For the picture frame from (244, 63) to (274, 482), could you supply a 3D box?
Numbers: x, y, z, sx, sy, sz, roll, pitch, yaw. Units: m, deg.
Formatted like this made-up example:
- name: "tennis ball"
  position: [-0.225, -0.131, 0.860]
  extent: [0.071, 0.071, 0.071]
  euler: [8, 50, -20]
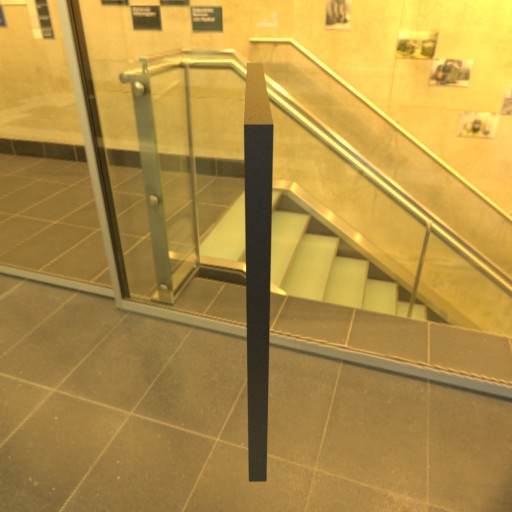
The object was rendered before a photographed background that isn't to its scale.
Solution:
- name: "picture frame"
  position: [0.000, 0.000, 0.759]
  extent: [0.028, 0.556, 0.460]
  euler: [0, 30, -1]
